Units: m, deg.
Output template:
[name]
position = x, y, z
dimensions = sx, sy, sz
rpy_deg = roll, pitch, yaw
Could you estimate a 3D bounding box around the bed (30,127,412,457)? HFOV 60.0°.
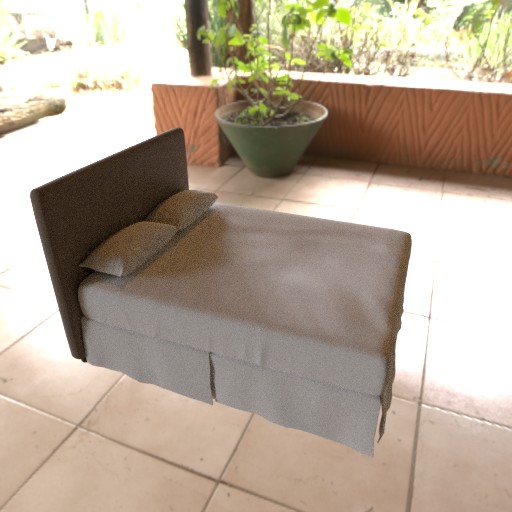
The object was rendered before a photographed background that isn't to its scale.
[bed]
position = 0.000, 0.000, 3.166
dimensions = 2.142, 1.330, 1.723
rpy_deg = 11, 31, 18
